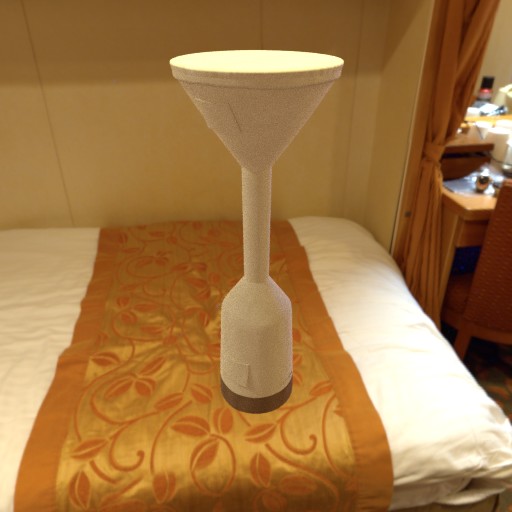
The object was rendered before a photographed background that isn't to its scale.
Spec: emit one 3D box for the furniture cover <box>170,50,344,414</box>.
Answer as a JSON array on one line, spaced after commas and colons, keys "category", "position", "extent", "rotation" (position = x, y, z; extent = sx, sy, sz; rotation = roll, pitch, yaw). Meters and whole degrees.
[{"category": "furniture cover", "position": [0.000, 0.000, 2.948], "extent": [0.914, 2.413, 0.914], "rotation": [19, 35, 30]}]
